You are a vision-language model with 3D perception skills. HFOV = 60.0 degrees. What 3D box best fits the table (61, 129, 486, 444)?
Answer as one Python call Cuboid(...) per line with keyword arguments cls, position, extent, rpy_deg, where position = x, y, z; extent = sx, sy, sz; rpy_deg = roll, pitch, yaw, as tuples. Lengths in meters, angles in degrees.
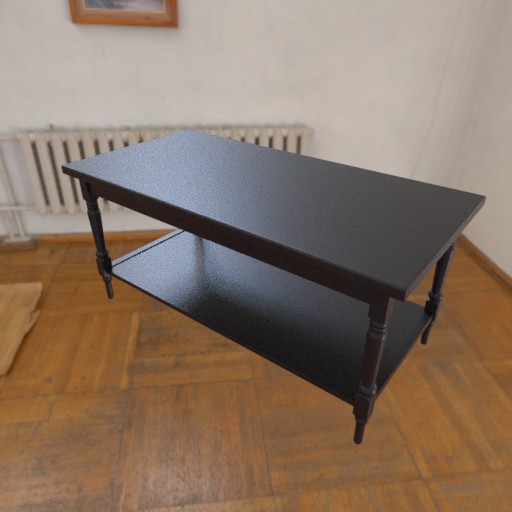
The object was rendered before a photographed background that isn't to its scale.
Cuboid(cls="table", position=(0.000, 0.000, 1.397), extent=(1.107, 0.510, 0.550), rpy_deg=(21, 37, 32))
